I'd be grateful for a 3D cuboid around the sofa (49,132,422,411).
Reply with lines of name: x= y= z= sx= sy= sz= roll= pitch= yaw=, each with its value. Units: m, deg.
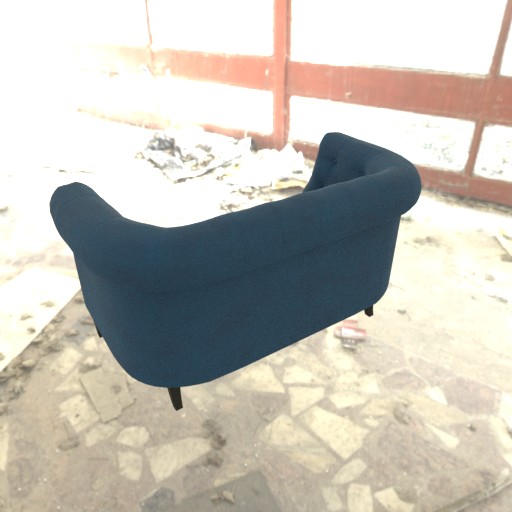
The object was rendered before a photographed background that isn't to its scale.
sofa: x=0.000 y=0.000 z=2.038 sx=1.558 sy=0.827 sz=0.835 roll=-19 pitch=35 yaw=-29
